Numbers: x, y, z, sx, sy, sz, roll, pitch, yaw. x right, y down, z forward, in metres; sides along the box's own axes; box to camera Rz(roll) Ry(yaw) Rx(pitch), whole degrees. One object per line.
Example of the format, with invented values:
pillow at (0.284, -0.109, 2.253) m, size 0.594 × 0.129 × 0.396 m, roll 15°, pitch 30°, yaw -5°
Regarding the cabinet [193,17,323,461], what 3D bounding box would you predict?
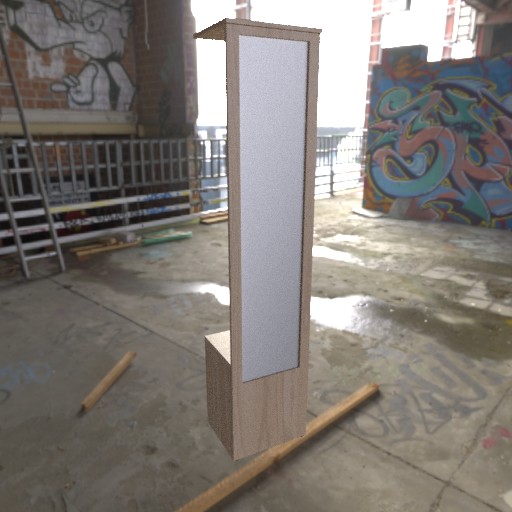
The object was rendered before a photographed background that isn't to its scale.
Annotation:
cabinet at (0.000, 0.000, 2.042) m, size 0.411 × 1.879 × 0.338 m, roll -8°, pitch 18°, yaw -26°
